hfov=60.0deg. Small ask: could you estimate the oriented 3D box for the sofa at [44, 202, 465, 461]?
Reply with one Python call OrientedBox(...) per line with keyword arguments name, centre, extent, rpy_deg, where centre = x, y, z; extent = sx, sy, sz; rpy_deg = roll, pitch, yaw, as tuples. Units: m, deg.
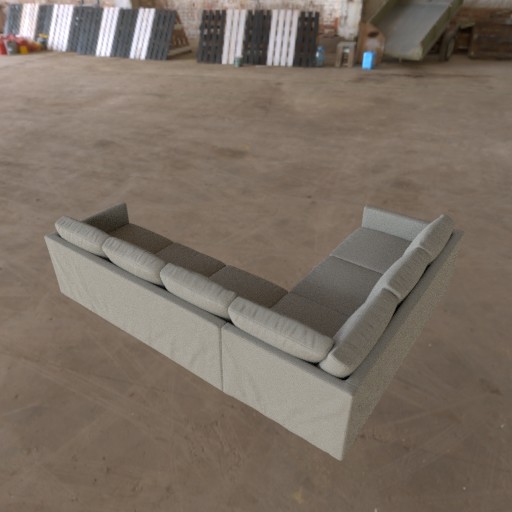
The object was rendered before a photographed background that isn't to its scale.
OrientedBox(name="sofa", centre=(0.000, 0.000, 4.327), extent=(3.182, 0.871, 2.432), rpy_deg=(22, 39, 30))
